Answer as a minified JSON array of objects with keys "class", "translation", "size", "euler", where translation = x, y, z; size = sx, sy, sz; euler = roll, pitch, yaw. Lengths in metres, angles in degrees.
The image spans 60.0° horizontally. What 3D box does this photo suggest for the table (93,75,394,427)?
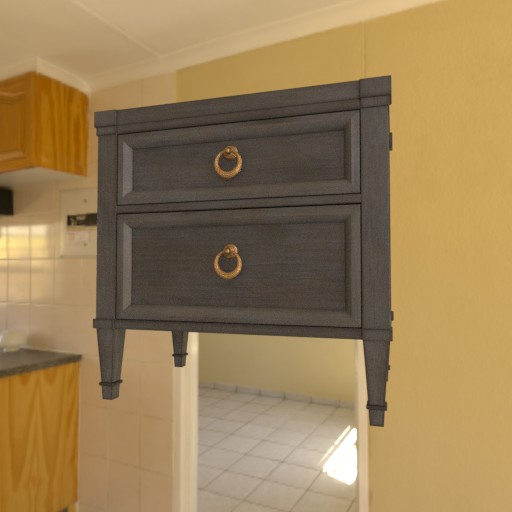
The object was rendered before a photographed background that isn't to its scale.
[{"class":"table","translation":[0.000,0.000,1.112],"size":[0.660,0.660,0.413],"euler":[-1,-2,17]}]
